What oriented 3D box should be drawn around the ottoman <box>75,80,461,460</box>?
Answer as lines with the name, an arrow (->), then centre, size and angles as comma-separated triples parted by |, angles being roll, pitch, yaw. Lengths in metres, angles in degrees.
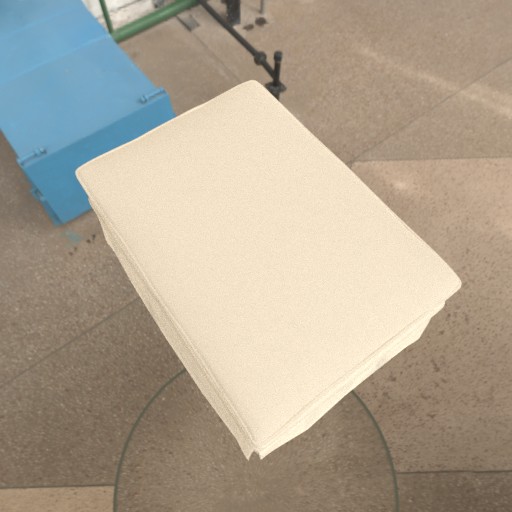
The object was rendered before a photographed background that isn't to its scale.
ottoman -> 0.000, 0.000, 1.347 | 0.703, 0.479, 0.944 | -33, 67, -16
